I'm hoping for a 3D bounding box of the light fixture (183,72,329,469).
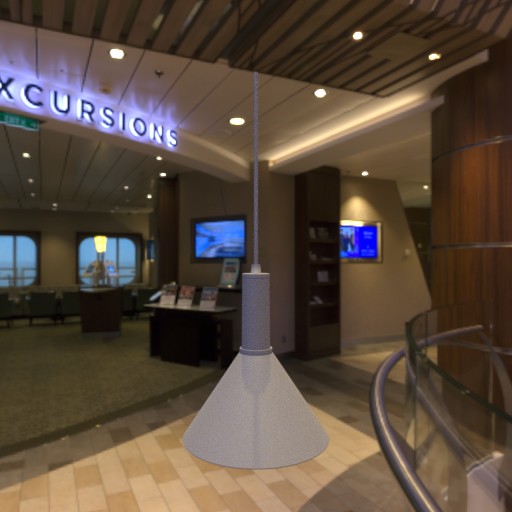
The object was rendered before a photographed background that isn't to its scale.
[{"bbox_3d":[0.000,0.000,0.821,0.267,0.683,0.267,0,-1,18],"label":"light fixture"}]
